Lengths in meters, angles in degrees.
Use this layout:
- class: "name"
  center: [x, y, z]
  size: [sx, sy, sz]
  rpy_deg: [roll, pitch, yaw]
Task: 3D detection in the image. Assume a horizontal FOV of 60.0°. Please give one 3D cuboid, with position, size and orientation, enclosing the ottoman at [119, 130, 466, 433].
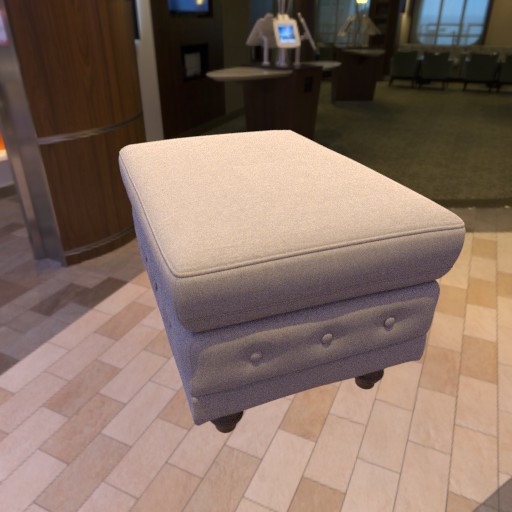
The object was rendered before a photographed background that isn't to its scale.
- class: "ottoman"
  center: [0.000, 0.000, 1.141]
  size: [0.569, 0.500, 0.771]
  rpy_deg: [-10, 30, -18]
